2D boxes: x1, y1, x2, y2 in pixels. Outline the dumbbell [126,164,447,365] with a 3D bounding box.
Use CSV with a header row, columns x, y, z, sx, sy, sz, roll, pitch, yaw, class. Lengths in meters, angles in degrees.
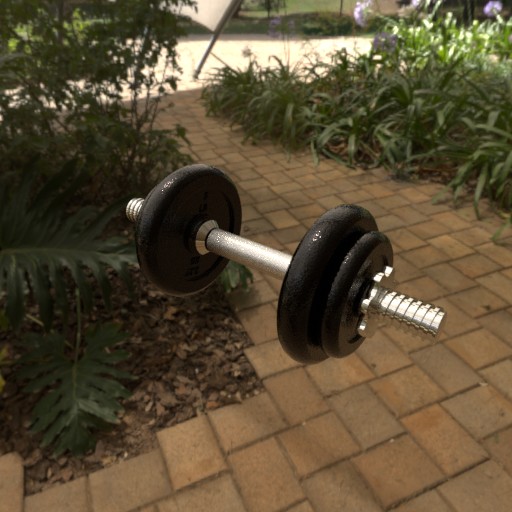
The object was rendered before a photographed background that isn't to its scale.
x,y,z,sx,sy,sz,roll,pitch,yaw,class
0.000,0.000,0.601,0.497,0.202,0.202,21,36,32,dumbbell
